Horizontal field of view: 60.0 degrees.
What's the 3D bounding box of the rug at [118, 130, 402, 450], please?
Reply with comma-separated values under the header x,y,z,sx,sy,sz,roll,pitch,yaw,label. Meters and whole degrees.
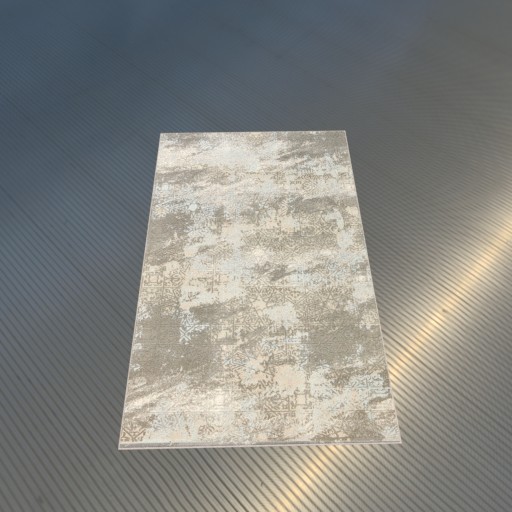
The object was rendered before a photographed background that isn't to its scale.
x,y,z,sx,sy,sz,roll,pitch,yaw,label
0.000,0.000,3.041,1.536,0.012,2.431,-1,58,-1,rug
